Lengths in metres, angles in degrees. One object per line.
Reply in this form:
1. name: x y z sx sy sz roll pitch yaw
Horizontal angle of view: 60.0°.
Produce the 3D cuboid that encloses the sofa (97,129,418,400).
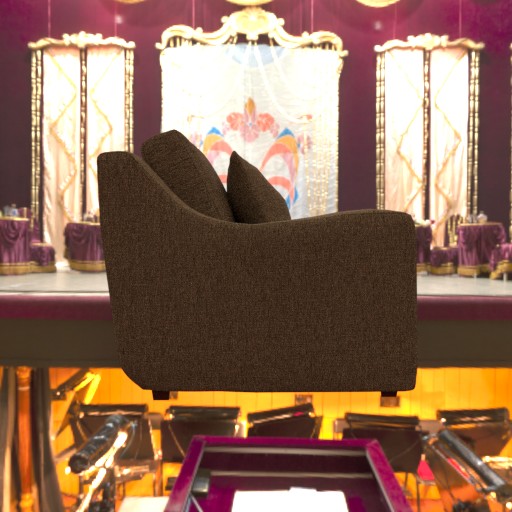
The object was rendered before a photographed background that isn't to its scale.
1. sofa: 0.000 0.000 2.361 1.120 0.991 1.778 0 1 0
